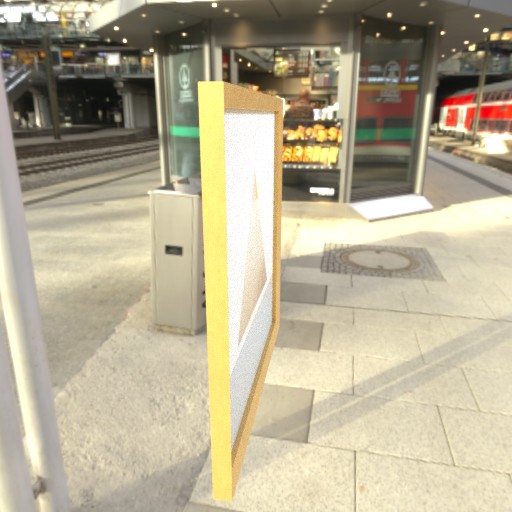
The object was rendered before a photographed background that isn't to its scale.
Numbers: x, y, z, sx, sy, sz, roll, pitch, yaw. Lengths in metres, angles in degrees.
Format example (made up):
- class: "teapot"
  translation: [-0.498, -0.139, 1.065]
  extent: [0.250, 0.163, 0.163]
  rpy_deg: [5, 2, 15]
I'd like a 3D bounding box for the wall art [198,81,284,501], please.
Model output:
- class: "wall art"
  translation: [0.000, 0.000, 2.814]
  extent: [0.097, 1.936, 1.935]
  rpy_deg: [3, 18, 9]
